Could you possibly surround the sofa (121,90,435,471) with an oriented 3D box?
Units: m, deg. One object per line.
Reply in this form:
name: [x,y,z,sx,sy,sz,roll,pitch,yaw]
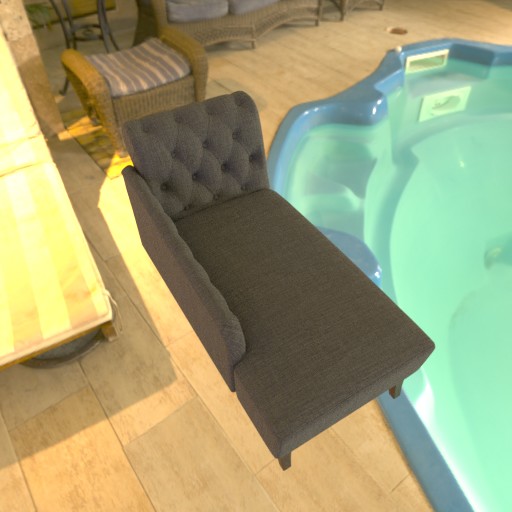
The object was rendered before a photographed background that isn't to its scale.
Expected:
sofa: [0.000,0.000,1.831,0.675,0.787,1.379,-23,50,-21]
